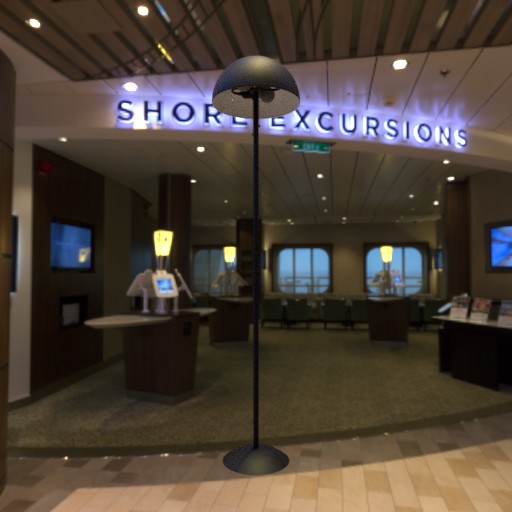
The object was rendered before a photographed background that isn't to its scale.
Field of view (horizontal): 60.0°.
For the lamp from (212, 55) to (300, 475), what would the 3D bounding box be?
[{"bbox_3d":[0.000,0.000,1.633,0.328,1.480,0.328,1,-2,-36],"label":"lamp"}]
